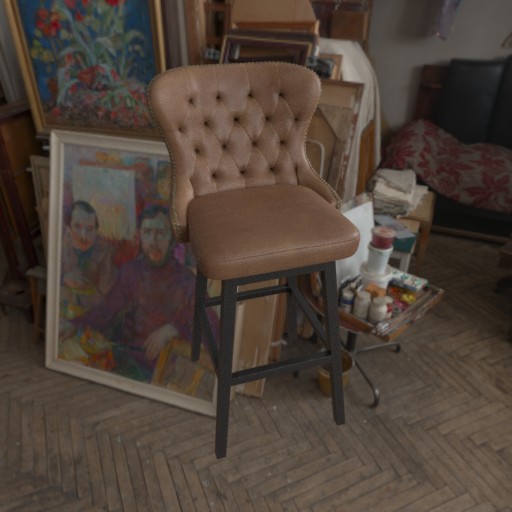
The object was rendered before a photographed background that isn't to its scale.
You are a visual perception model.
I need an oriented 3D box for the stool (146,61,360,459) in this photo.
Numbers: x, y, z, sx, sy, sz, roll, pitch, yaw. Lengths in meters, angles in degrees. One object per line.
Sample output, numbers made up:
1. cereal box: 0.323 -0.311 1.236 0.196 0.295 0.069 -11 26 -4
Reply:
1. stool: 0.000 0.000 1.396 0.528 1.050 0.601 -9 33 -15
